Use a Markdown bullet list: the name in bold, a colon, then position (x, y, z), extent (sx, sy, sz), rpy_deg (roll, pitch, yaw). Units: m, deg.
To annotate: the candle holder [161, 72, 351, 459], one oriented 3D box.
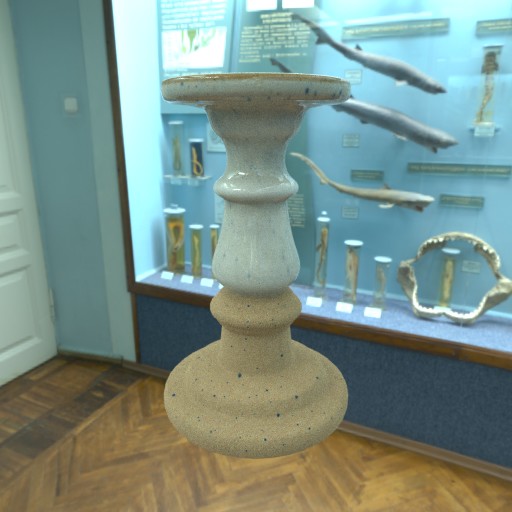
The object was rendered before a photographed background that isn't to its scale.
- **candle holder**: position (0.000, 0.000, 0.275), extent (0.123, 0.202, 0.123), rpy_deg (0, 17, 0)
